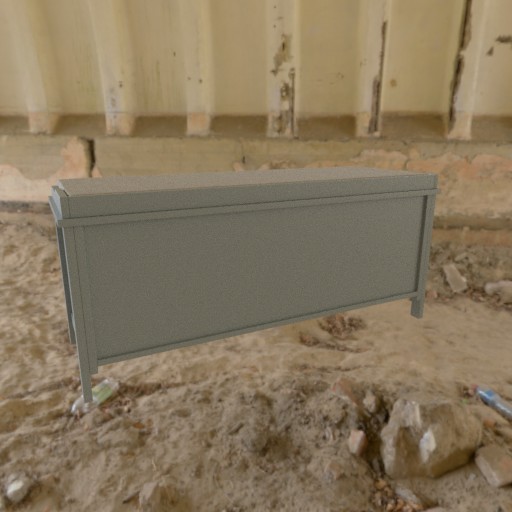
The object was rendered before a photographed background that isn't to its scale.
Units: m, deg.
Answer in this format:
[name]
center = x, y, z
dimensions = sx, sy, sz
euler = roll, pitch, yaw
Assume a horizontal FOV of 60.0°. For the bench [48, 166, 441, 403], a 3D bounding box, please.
[bench]
center = 0.000, 0.000, 1.408
dimensions = 1.140, 0.501, 0.398
euler = -8, 18, -26
